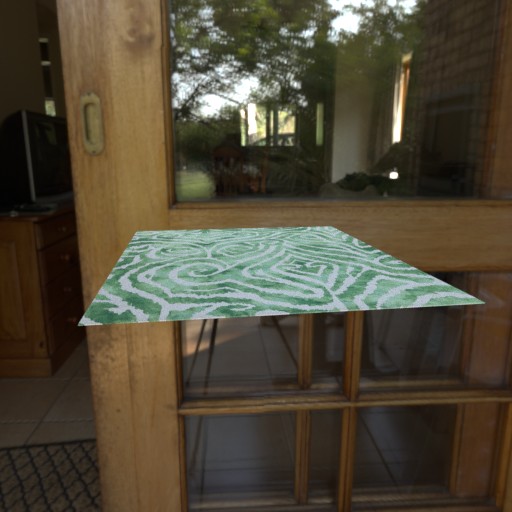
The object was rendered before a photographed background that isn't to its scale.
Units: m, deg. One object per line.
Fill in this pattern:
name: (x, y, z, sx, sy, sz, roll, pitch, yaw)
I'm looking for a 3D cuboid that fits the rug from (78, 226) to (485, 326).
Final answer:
rug: (0.000, 0.000, 4.061, 2.436, 0.007, 3.045, -2, 13, -9)
